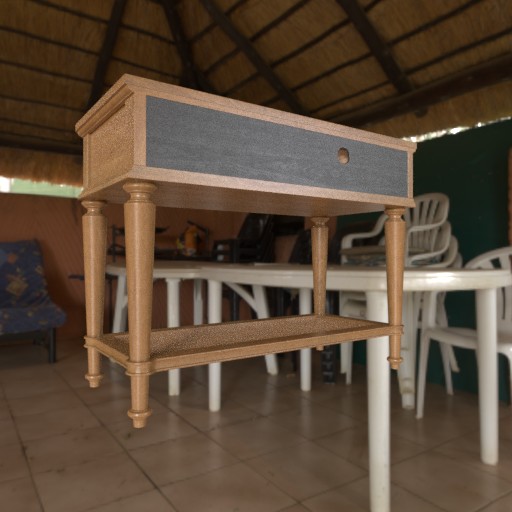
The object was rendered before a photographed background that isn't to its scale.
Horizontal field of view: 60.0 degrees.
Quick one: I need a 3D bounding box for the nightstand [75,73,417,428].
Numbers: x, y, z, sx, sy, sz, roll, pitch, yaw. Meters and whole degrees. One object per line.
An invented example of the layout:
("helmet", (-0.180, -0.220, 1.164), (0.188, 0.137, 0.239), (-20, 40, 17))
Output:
("nightstand", (0.000, 0.000, 1.289), (0.914, 0.700, 0.432), (0, 0, -35))
